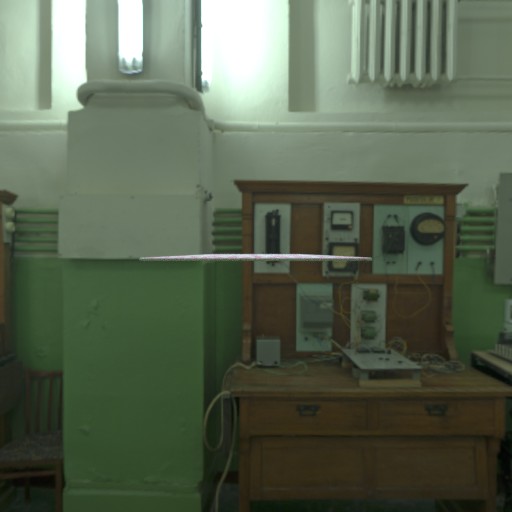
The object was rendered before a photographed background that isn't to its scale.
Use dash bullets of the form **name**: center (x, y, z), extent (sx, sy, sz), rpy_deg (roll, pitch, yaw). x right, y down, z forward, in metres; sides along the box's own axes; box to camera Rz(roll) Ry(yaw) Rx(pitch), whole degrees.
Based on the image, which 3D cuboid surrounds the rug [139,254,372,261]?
- **rug**: center (0.000, 0.000, 2.682), extent (0.787, 0.011, 2.458), rpy_deg (0, 1, 0)
